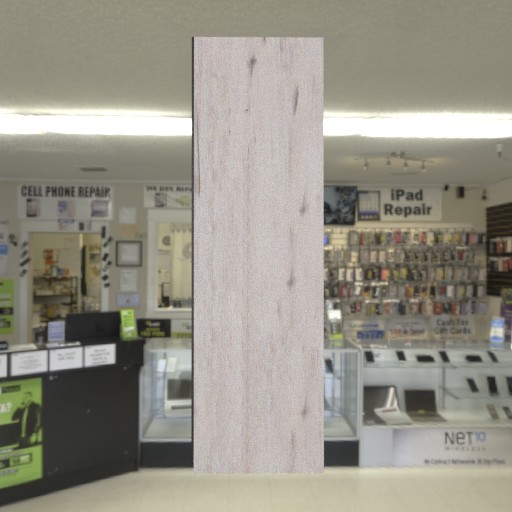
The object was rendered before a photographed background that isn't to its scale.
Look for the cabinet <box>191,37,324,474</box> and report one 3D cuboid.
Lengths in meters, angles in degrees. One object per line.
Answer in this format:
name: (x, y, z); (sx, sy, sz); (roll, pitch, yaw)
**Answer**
cabinet: (0.000, 0.000, 3.213); (0.660, 2.180, 2.000); (0, 0, 0)
